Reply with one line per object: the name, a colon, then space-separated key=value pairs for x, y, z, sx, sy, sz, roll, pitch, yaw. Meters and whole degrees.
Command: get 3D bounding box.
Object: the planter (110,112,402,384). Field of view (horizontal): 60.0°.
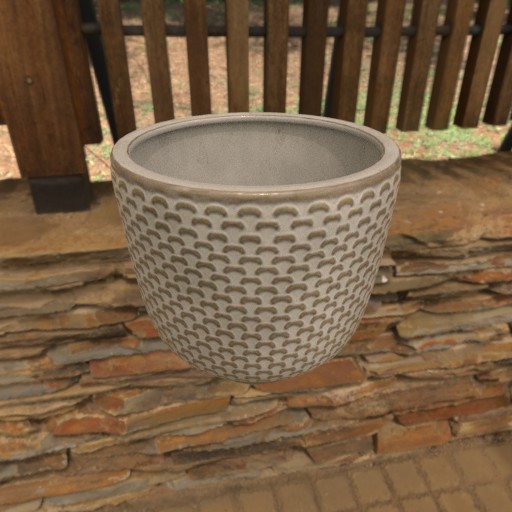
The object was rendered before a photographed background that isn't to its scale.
planter: x=0.000 y=0.000 z=0.307 sx=0.173 sy=0.160 sz=0.173 roll=0 pitch=29 yaw=0
